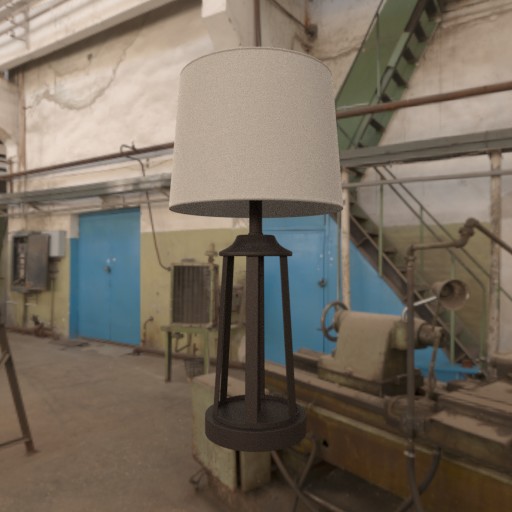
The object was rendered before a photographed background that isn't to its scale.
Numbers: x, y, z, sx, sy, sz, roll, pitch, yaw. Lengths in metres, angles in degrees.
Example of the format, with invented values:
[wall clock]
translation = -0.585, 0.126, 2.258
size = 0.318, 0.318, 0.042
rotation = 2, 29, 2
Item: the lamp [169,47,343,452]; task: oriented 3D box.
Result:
[lamp]
translation = 0.000, 0.000, 0.649
size = 0.251, 0.509, 0.251
rotation = 0, 0, 0
